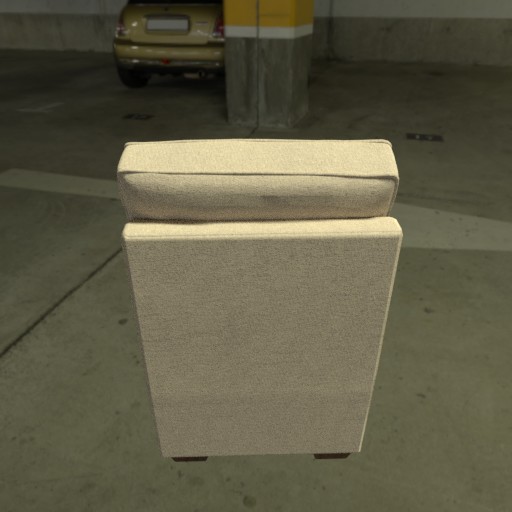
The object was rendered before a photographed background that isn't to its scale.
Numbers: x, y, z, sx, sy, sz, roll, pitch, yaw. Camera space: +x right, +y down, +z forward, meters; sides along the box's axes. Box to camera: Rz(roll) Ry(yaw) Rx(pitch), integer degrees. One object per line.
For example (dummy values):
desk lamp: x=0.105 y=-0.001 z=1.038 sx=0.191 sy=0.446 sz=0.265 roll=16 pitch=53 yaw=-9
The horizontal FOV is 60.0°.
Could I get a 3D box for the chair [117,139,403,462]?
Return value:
chair: x=0.000 y=0.000 z=1.497 sx=0.621 sy=0.970 sz=0.938 roll=-1 pitch=30 yaw=-1
